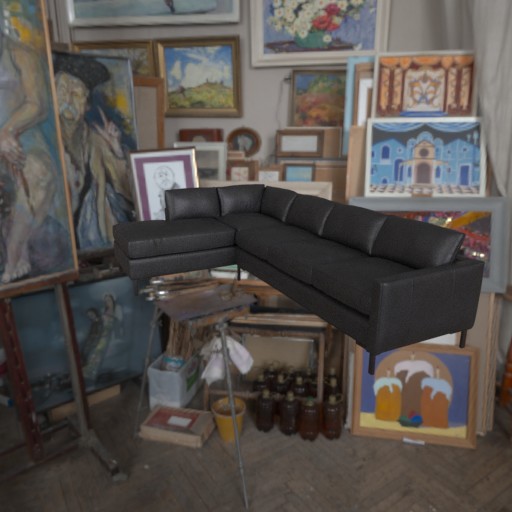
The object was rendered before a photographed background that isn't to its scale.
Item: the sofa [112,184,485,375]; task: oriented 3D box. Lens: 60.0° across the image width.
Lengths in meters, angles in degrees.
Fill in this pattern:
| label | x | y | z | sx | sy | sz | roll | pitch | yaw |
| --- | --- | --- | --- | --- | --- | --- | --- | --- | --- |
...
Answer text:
| label | x | y | z | sx | sy | sz | roll | pitch | yaw |
| --- | --- | --- | --- | --- | --- | --- | --- | --- | --- |
| sofa | 0.000 | 0.000 | 3.856 | 1.938 | 0.877 | 2.984 | -8 | 18 | -26 |
